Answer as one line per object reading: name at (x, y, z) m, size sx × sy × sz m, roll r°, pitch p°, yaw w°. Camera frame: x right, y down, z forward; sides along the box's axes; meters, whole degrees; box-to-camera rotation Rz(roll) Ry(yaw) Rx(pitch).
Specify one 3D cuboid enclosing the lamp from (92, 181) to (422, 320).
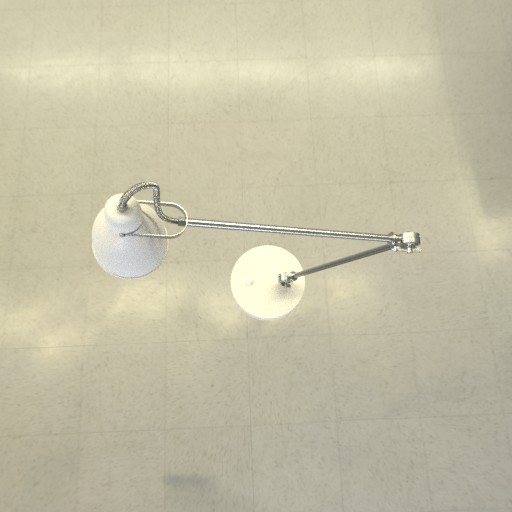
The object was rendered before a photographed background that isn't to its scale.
lamp at (0.000, 0.000, 0.858) m, size 0.561 × 0.587 × 0.187 m, roll 0°, pitch 76°, yaw 0°
